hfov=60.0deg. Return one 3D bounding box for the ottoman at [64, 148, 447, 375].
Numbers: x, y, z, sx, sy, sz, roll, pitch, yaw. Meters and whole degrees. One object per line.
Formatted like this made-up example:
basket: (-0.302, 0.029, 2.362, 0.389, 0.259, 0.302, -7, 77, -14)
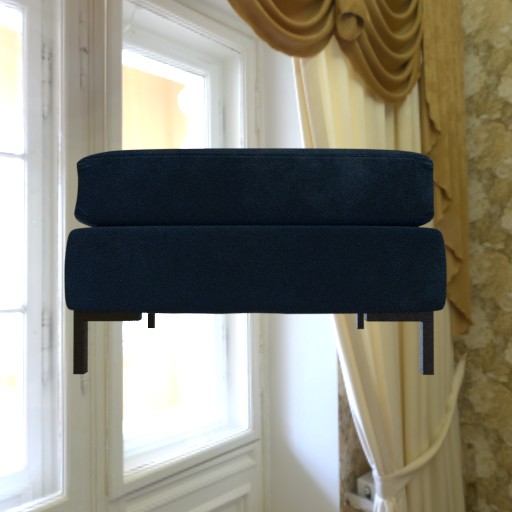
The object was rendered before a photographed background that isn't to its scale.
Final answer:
ottoman: (0.000, 0.000, 1.206, 0.794, 0.485, 0.655, 0, -1, 0)
